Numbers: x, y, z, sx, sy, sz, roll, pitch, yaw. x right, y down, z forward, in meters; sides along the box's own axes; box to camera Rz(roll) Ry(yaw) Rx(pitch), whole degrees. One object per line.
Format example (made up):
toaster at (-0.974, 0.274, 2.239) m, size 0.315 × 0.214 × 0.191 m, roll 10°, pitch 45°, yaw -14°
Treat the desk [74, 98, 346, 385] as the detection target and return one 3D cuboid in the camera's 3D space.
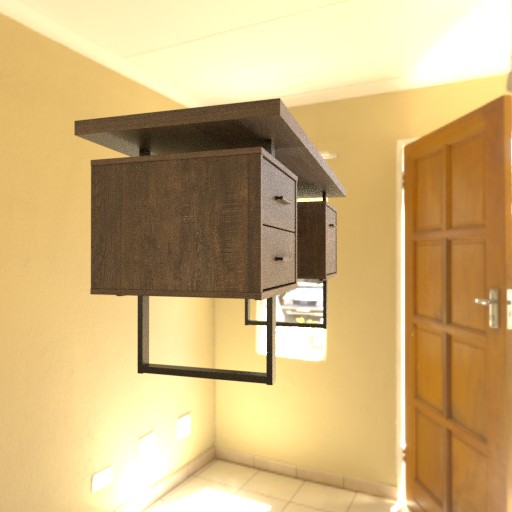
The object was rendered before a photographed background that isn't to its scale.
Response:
desk at (0.000, 0.000, 1.890) m, size 0.600 × 0.760 × 1.524 m, roll 0°, pitch 0°, yaw 17°
